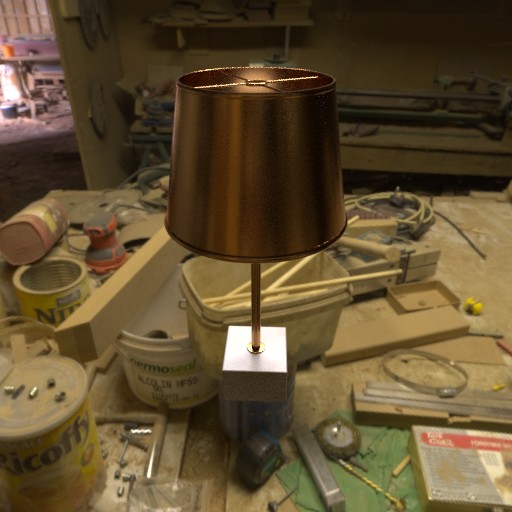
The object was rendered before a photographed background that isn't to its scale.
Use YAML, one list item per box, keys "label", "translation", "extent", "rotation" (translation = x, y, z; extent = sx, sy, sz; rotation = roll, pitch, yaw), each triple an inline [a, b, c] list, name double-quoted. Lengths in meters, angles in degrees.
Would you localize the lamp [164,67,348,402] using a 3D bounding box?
- label: "lamp"
  translation: [0.000, 0.000, 0.539]
  extent: [0.208, 0.406, 0.208]
  rotation: [0, 30, 0]
